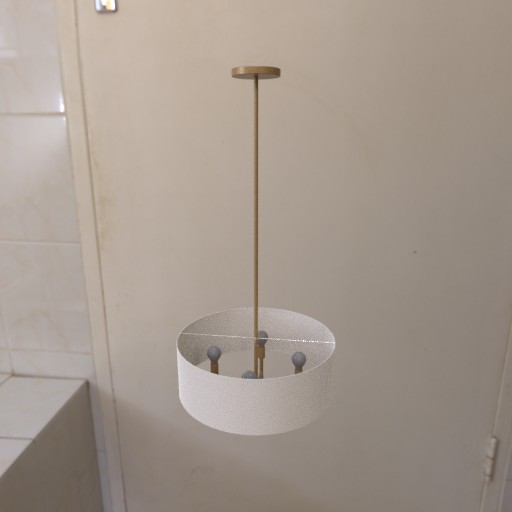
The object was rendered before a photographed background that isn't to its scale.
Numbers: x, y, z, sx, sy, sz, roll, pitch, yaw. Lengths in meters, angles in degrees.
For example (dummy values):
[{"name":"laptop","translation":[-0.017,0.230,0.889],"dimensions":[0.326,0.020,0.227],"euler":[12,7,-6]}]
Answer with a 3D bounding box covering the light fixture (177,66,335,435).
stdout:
[{"name":"light fixture","translation":[0.000,0.000,1.363],"dimensions":[0.508,1.067,0.508],"euler":[0,16,0]}]
